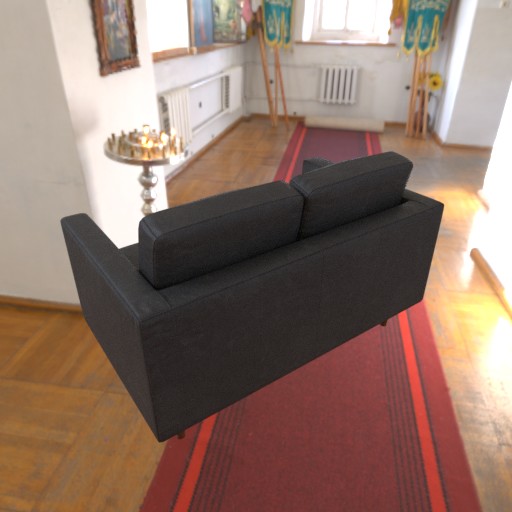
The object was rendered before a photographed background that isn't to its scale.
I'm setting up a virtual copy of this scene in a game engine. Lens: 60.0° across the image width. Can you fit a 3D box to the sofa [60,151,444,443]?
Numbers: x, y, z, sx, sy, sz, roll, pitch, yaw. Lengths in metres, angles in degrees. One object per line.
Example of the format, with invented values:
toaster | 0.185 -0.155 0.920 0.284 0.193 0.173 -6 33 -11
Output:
sofa | 0.000 0.000 2.022 1.430 0.899 0.879 -20 36 -30
